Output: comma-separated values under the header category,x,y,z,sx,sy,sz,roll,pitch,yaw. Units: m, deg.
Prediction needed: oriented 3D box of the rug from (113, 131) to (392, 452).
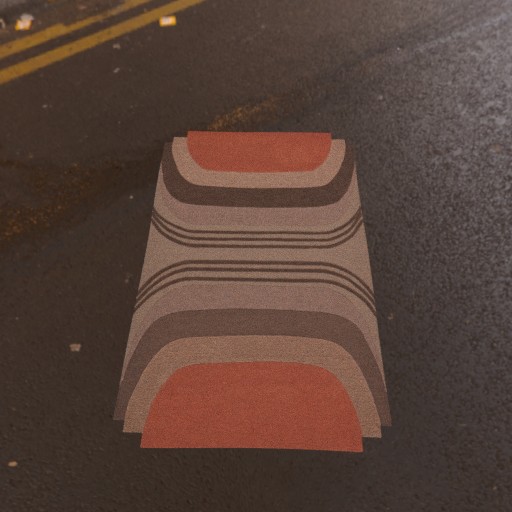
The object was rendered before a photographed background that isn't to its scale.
category,x,y,z,sx,sy,sz,roll,pitch,yaw
rug,0.000,0.000,3.008,1.530,0.017,2.446,1,57,1
